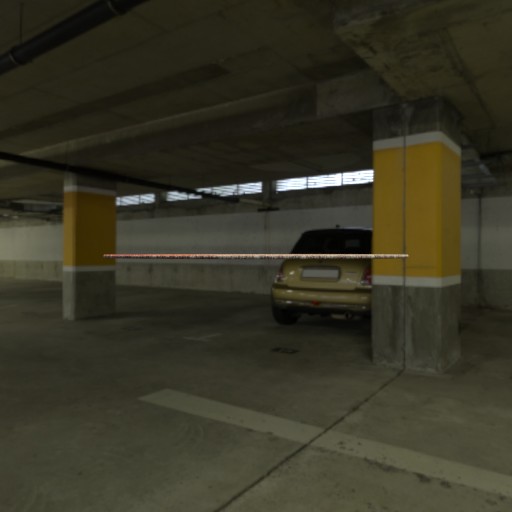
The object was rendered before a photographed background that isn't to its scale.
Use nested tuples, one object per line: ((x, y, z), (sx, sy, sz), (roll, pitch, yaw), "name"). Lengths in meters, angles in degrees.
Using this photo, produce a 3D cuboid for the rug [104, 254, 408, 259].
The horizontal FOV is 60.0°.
((0.000, 0.000, 2.325), (1.514, 0.015, 1.514), (0, 0, 0), "rug")
